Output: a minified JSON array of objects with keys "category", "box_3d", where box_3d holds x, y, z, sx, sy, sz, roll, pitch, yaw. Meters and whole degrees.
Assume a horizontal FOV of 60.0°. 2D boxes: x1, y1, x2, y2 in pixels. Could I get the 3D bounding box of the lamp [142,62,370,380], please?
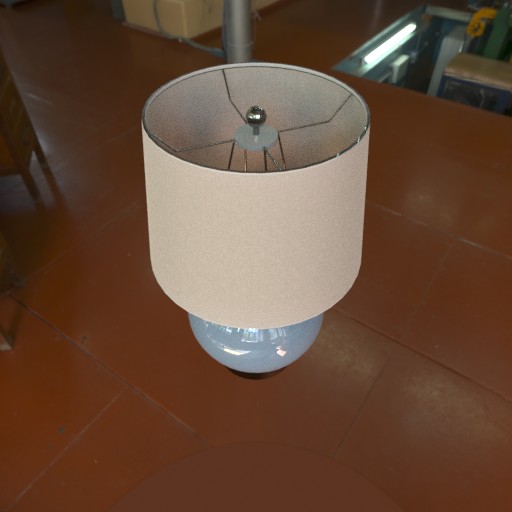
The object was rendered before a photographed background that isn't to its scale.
[{"category":"lamp","box_3d":[0.000,0.000,0.541,0.247,0.387,0.247,0,46,0]}]
